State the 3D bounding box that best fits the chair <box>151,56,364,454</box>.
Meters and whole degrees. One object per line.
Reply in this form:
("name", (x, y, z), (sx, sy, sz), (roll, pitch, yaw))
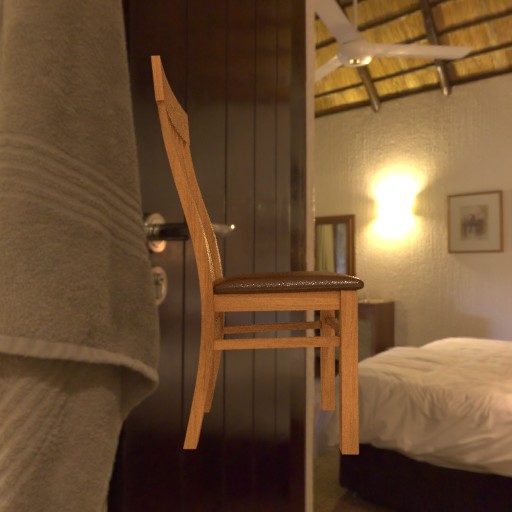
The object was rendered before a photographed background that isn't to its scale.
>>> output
("chair", (0.000, 0.000, 1.381), (0.580, 1.050, 0.450), (0, -2, 1))
